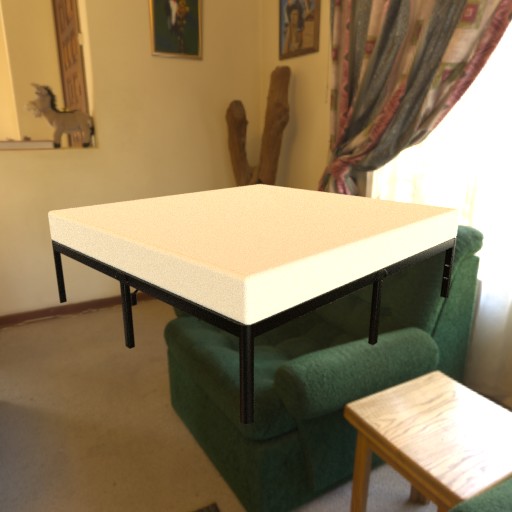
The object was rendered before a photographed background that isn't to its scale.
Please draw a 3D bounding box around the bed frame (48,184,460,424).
[{"bbox_3d":[0.000,0.000,3.125,1.963,0.659,2.079,16,23,43],"label":"bed frame"}]
